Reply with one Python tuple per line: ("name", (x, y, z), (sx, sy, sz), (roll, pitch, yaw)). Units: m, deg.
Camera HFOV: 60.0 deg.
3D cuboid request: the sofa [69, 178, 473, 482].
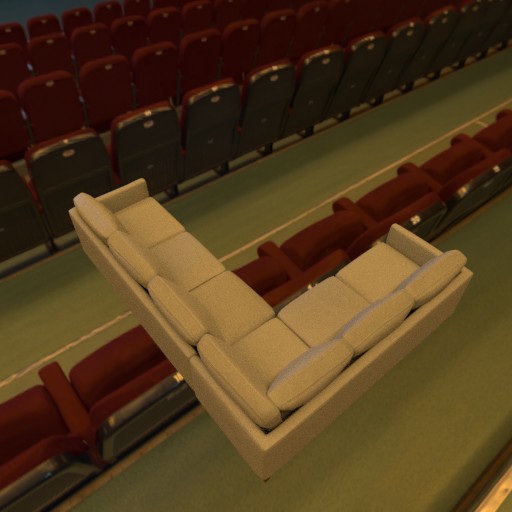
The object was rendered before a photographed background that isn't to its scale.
("sofa", (0.000, 0.000, 4.575), (2.592, 0.947, 3.301), (-31, 54, -26))
